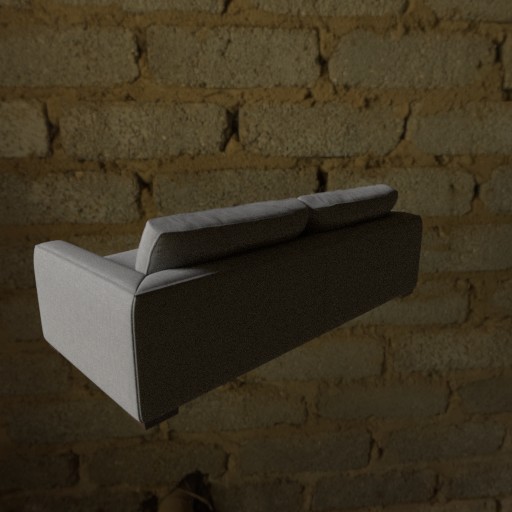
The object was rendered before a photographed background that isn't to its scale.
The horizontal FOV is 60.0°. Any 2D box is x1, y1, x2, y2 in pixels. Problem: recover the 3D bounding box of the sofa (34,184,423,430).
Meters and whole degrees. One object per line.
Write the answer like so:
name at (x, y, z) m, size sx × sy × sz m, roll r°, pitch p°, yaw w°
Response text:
sofa at (0.000, 0.000, 2.717) m, size 2.262 × 0.801 × 1.070 m, roll -15°, pitch 22°, yaw -42°
